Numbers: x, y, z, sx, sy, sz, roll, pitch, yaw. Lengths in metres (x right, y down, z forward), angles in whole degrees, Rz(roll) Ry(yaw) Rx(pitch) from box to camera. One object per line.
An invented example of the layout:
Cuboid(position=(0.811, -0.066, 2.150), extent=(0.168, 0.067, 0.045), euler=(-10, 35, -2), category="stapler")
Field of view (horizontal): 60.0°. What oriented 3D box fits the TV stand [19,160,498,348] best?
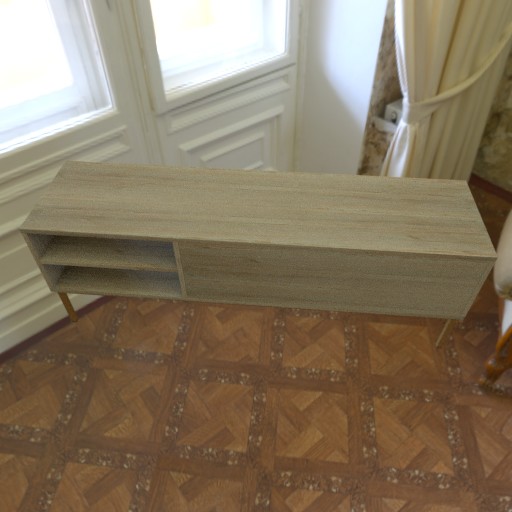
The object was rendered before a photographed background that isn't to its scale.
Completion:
Cuboid(position=(0.000, 0.000, 1.818), extent=(1.600, 0.550, 0.420), euler=(4, 45, 3), category="TV stand")
